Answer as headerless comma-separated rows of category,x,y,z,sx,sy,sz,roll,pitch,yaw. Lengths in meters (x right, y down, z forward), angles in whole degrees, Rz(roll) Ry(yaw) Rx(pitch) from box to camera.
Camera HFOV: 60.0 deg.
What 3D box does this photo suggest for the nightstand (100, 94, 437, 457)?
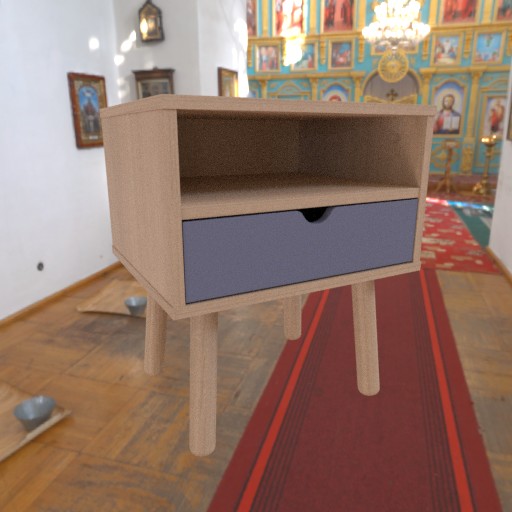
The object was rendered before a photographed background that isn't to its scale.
nightstand,0.000,0.000,0.833,0.450,0.530,0.380,-8,18,-28
